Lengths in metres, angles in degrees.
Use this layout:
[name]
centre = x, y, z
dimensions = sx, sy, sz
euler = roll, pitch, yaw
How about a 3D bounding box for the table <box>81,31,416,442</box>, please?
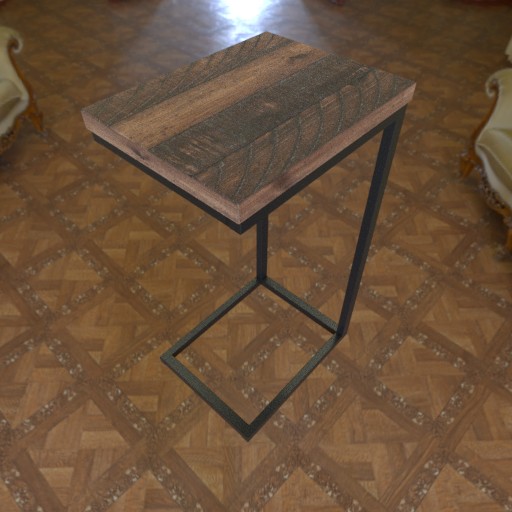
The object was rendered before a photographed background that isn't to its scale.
[table]
centre = 0.000, 0.000, 0.940
dimensions = 0.323, 0.718, 0.414
euler = 34, 55, 28
